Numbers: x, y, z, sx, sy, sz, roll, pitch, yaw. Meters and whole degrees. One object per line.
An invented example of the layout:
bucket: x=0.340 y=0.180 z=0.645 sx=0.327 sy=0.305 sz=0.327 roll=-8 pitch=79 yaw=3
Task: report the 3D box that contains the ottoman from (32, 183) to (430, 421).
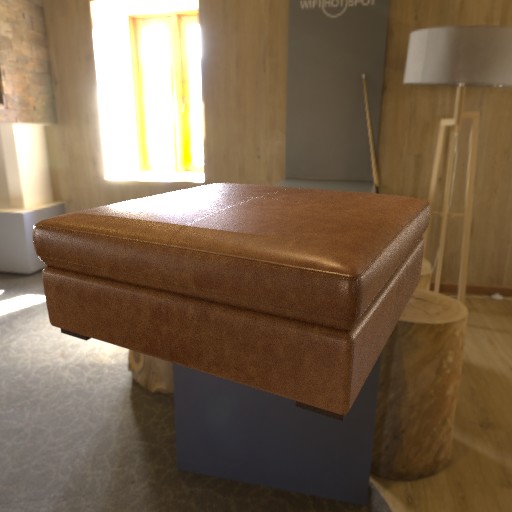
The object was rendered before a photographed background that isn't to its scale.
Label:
ottoman: x=0.000 y=0.000 z=1.812 sx=1.169 sy=0.483 sz=1.168 roll=9 pitch=19 yaw=27
